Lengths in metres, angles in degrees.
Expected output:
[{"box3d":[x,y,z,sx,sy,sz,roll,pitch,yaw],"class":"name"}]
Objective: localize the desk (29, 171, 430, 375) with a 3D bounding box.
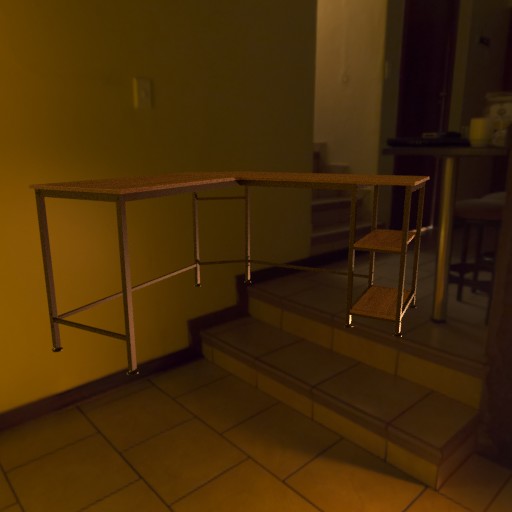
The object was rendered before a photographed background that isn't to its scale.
[{"box3d":[0.000,0.000,2.184,1.379,0.739,1.379,7,15,27],"class":"desk"}]
